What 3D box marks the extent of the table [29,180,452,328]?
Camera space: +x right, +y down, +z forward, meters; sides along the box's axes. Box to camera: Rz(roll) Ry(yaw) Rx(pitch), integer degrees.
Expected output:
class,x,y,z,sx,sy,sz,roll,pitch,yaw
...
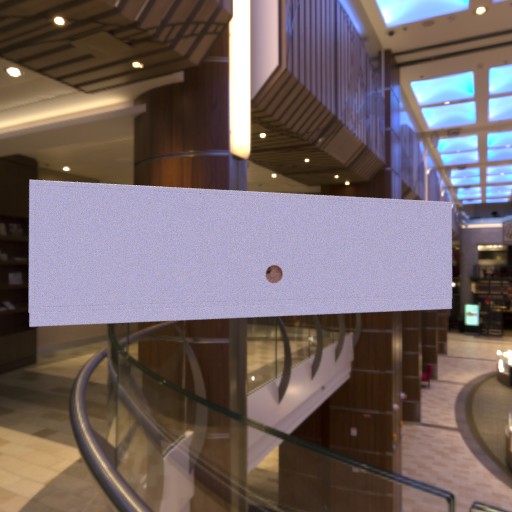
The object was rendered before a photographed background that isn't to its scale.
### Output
class,x,y,z,sx,sy,sz,roll,pitch,yaw
table,0.000,0.000,1.746,1.550,0.440,0.400,0,-1,-19
